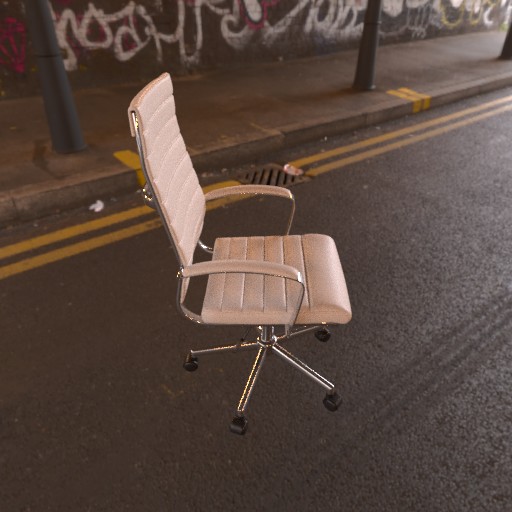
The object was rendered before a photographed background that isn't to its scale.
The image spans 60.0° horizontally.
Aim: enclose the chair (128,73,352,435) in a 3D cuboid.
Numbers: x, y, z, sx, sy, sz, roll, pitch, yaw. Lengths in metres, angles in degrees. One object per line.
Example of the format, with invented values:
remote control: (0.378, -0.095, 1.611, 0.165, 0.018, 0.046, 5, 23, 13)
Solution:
chair: (0.000, 0.000, 1.579, 0.679, 1.149, 0.679, 1, 33, 1)
